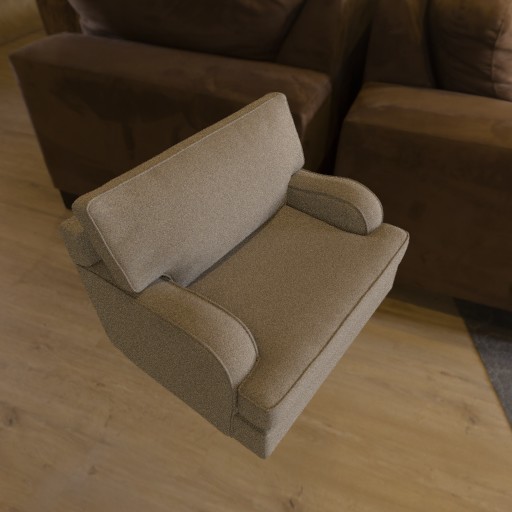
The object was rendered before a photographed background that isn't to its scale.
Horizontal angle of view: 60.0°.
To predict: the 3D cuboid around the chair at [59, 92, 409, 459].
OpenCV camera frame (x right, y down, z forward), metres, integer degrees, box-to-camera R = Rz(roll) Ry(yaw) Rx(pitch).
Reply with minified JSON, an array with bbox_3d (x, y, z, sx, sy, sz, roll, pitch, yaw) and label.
[{"bbox_3d":[0.000,0.000,2.030,1.040,1.016,1.220,27,49,26],"label":"chair"}]
